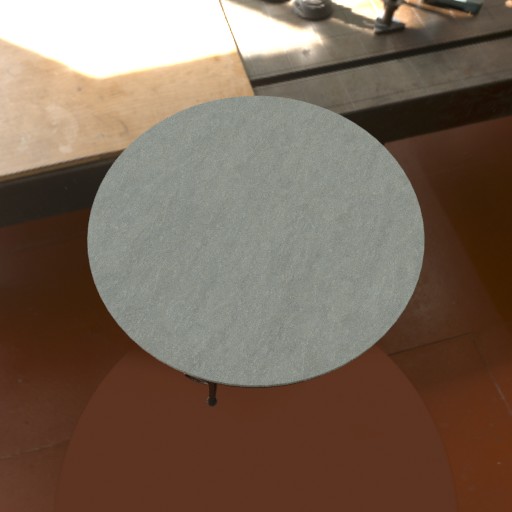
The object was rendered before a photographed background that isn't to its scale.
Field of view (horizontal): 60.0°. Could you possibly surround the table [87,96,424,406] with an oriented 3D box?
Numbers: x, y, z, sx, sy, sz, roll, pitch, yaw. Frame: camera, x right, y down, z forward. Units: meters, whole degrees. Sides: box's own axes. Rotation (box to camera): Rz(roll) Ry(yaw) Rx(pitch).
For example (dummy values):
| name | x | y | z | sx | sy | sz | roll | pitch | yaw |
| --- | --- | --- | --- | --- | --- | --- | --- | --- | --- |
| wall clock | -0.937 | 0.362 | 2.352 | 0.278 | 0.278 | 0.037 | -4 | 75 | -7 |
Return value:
| name | x | y | z | sx | sy | sz | roll | pitch | yaw |
| --- | --- | --- | --- | --- | --- | --- | --- | --- | --- |
| table | 0.000 | 0.000 | 1.395 | 0.889 | 0.470 | 0.889 | 0 | 63 | 0 |
